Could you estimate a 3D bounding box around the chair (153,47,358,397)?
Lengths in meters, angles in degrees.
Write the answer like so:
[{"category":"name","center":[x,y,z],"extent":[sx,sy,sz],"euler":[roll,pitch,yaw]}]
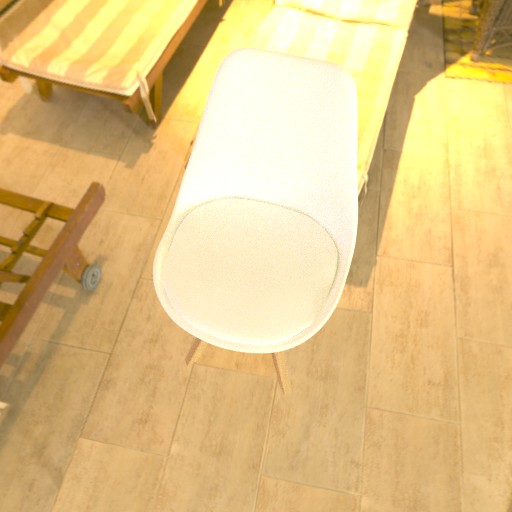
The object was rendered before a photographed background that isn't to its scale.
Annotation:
[{"category":"chair","center":[0.000,0.000,1.183],"extent":[0.485,0.849,0.550],"euler":[15,60,9]}]
